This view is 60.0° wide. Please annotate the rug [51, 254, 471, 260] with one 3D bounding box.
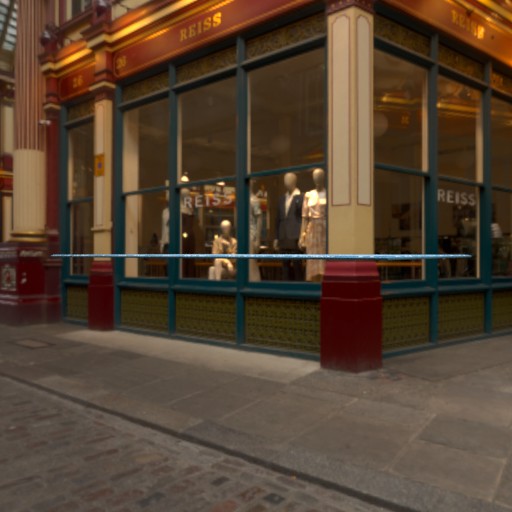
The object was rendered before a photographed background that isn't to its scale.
[{"bbox_3d":[0.000,0.000,2.309,1.833,0.012,1.211,0,0,36],"label":"rug"}]
